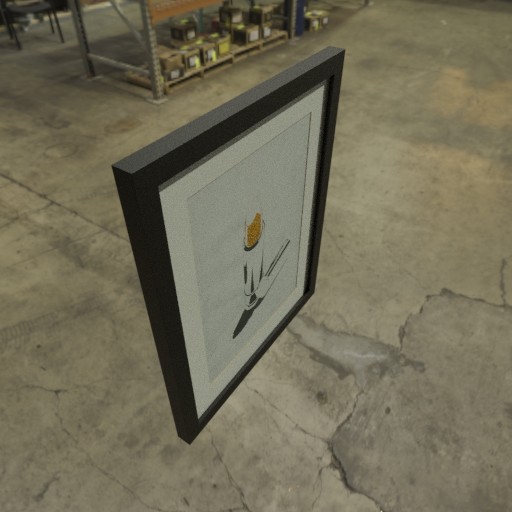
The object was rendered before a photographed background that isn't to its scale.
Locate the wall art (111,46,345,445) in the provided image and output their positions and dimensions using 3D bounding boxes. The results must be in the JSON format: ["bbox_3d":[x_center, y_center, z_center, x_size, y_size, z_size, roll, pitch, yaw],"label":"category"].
[{"bbox_3d":[0.000,0.000,0.754,0.029,0.559,0.457,25,47,25],"label":"wall art"}]
